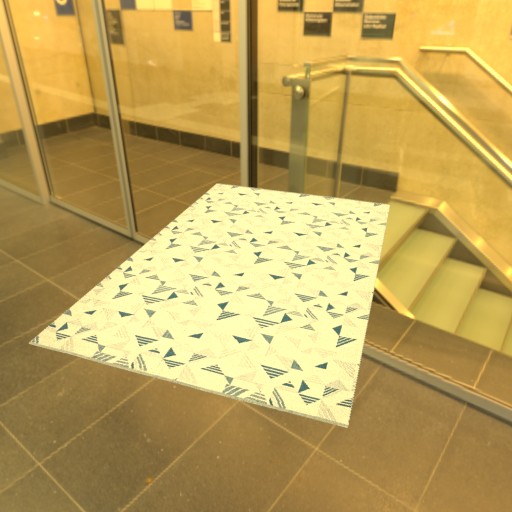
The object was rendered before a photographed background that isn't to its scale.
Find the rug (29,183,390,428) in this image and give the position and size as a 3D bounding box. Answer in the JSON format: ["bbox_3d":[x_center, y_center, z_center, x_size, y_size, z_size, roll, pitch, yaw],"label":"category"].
[{"bbox_3d":[0.000,0.000,2.265,1.206,0.003,1.835,9,31,16],"label":"rug"}]
